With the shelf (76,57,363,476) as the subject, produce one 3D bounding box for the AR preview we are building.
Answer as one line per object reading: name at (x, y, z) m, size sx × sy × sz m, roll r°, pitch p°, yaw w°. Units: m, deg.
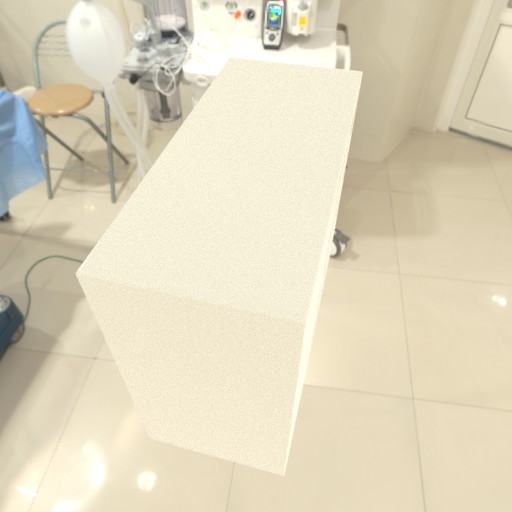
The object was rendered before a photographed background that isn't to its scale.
shelf at (0.000, 0.000, 1.275) m, size 0.396 × 0.732 × 0.895 m, roll 11°, pitch 48°, yaw 10°
